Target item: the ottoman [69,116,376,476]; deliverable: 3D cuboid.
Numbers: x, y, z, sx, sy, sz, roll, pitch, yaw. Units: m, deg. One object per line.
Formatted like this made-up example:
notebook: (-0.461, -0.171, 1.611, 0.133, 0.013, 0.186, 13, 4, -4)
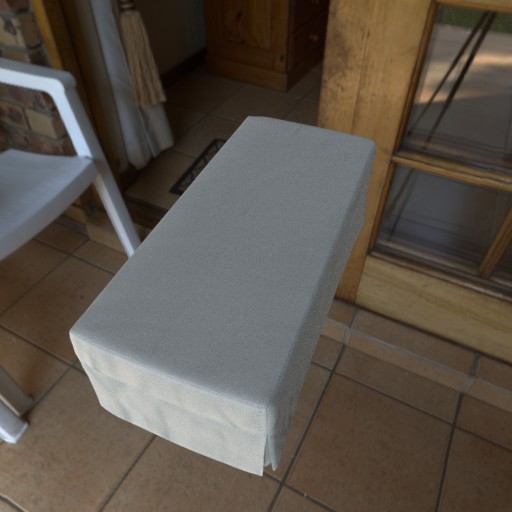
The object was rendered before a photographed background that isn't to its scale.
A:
ottoman: (0.000, 0.000, 1.745, 0.665, 0.457, 1.388, 16, 48, 15)
